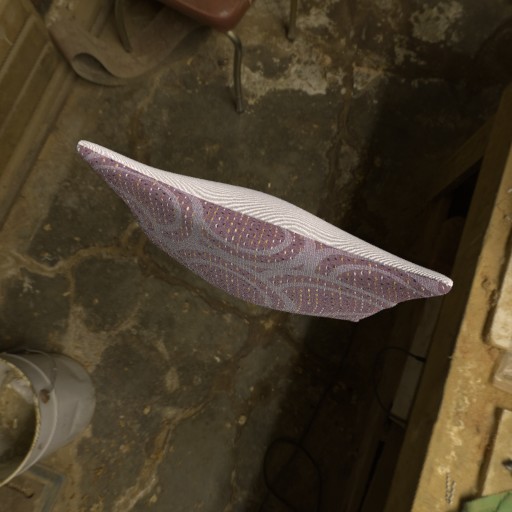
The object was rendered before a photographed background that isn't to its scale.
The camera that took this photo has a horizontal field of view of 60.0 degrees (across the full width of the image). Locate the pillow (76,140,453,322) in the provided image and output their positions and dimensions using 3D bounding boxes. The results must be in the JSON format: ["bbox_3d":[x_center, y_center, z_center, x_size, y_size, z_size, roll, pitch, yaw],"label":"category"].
[{"bbox_3d":[0.000,0.000,0.807,0.514,0.513,0.163,21,78,5],"label":"pillow"}]
